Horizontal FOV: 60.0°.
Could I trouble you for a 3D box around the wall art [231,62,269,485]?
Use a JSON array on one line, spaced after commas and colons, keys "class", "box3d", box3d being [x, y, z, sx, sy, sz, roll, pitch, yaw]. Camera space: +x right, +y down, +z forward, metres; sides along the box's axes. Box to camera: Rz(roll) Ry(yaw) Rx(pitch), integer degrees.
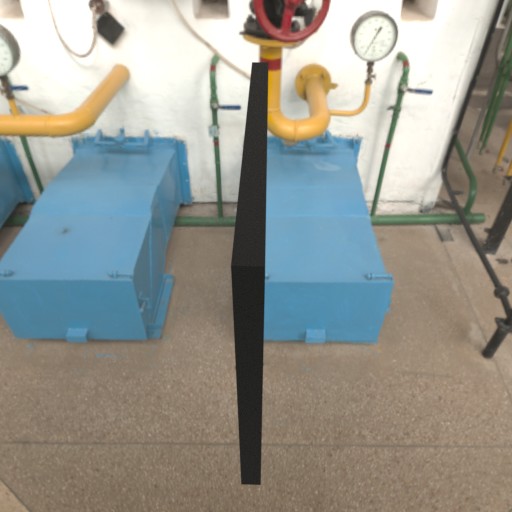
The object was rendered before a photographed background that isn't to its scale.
[{"class": "wall art", "box3d": [0.000, 0.000, 0.751, 0.031, 0.457, 0.558, 1, 41, 1]}]
